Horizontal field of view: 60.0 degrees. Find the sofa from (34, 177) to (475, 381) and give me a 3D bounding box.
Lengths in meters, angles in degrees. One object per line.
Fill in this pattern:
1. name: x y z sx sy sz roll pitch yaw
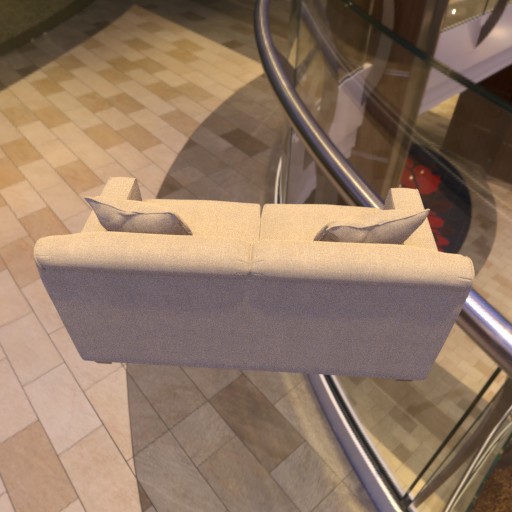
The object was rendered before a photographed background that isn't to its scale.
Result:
1. sofa: 0.000 0.000 2.428 1.846 0.958 0.998 3 45 3
